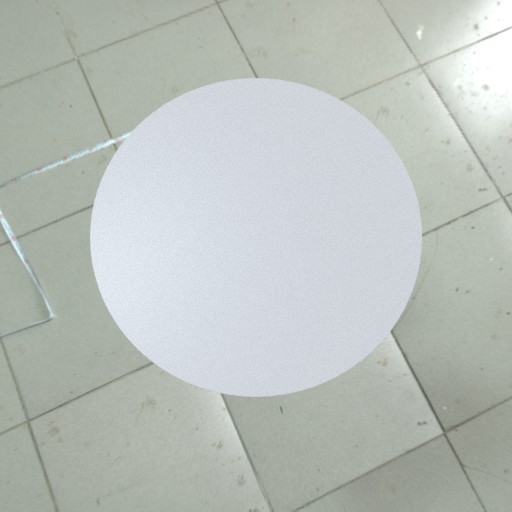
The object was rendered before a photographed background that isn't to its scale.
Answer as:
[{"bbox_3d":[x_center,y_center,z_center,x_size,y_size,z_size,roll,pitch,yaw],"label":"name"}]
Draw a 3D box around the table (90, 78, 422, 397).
[{"bbox_3d":[0.000,0.000,1.570,0.896,0.762,0.896,0,77,0],"label":"table"}]
